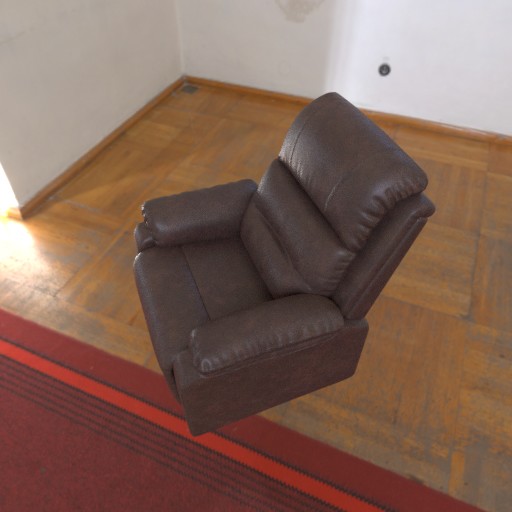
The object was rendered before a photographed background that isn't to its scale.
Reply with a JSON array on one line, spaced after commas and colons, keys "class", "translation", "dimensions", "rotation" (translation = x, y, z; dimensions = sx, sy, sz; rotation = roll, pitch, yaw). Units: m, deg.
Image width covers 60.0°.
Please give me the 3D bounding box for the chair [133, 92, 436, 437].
[{"class": "chair", "translation": [0.000, 0.000, 1.699], "dimensions": [0.919, 0.992, 0.855], "rotation": [-16, 49, -15]}]
